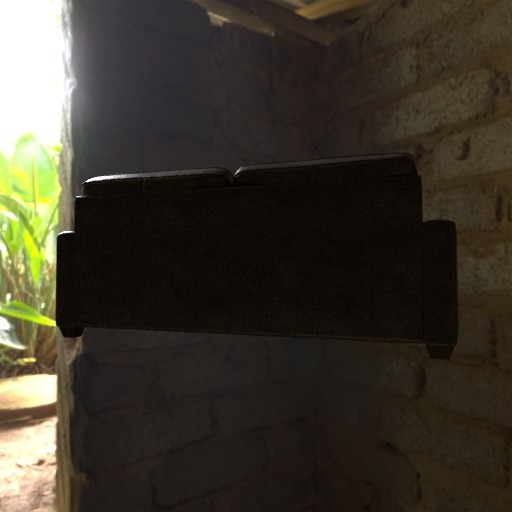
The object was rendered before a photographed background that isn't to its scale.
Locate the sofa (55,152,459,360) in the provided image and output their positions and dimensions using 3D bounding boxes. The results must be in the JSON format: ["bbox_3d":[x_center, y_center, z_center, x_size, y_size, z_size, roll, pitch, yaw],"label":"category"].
[{"bbox_3d":[0.000,0.000,2.587,2.081,0.916,0.939,-1,-2,18],"label":"sofa"}]
